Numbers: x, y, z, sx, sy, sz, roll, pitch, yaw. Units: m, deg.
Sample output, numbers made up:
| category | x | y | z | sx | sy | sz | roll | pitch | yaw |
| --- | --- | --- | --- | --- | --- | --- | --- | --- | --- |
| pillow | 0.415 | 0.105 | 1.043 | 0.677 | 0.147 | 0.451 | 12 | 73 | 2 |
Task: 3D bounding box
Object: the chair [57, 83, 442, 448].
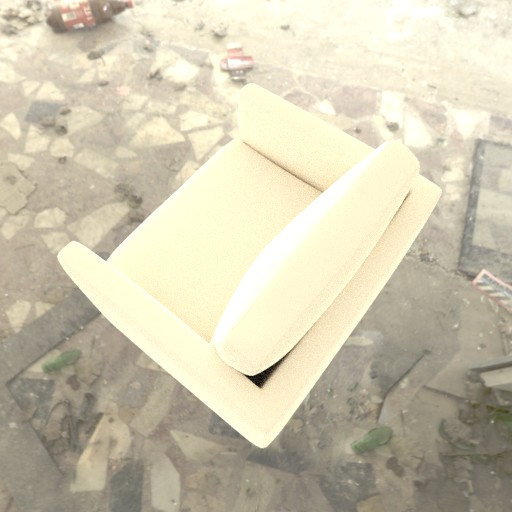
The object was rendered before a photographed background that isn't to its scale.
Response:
| category | x | y | z | sx | sy | sz | roll | pitch | yaw |
| --- | --- | --- | --- | --- | --- | --- | --- | --- | --- |
| chair | 0.000 | 0.000 | 1.666 | 0.878 | 0.885 | 1.019 | 35 | 68 | 16 |
